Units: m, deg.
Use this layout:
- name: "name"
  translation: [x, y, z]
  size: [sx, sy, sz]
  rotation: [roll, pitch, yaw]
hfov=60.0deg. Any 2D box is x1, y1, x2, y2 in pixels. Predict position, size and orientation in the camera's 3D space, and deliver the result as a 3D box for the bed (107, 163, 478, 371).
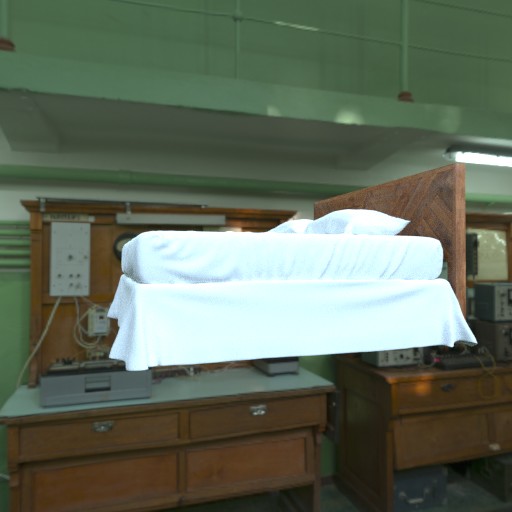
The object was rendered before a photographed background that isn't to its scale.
- name: "bed"
  translation: [0.000, 0.000, 3.416]
  size: [2.165, 1.158, 2.255]
  rotation: [0, -1, -19]
